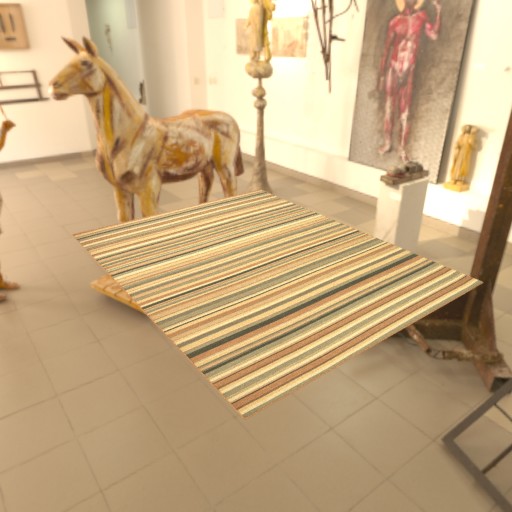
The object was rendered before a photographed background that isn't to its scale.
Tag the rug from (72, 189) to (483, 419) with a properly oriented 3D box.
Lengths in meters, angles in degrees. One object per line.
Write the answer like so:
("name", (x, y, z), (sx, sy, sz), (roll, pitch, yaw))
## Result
("rug", (0.000, 0.000, 4.106), (2.436, 0.011, 3.045), (-19, 32, -32))
